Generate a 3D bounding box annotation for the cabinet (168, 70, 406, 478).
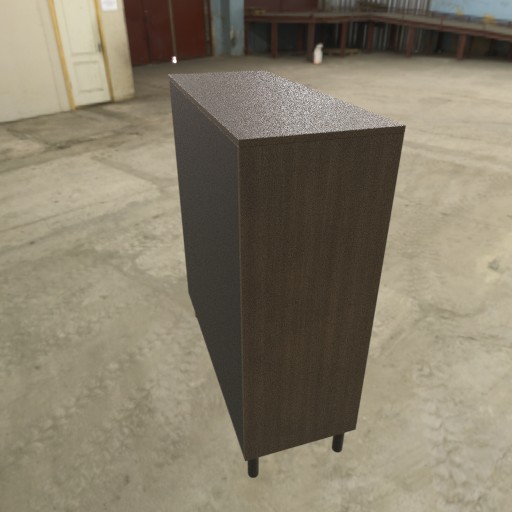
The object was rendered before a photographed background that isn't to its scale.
[{"bbox_3d":[0.000,0.000,1.674,0.400,1.170,1.010,-9,31,-15],"label":"cabinet"}]
